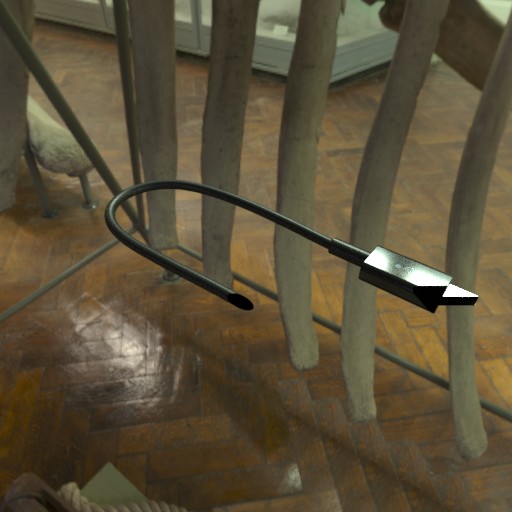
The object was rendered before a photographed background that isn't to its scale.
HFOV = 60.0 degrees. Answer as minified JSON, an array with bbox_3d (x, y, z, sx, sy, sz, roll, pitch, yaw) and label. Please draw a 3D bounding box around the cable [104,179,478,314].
[{"bbox_3d":[0.000,0.000,0.112,0.098,0.006,0.040,26,48,27],"label":"cable"}]
